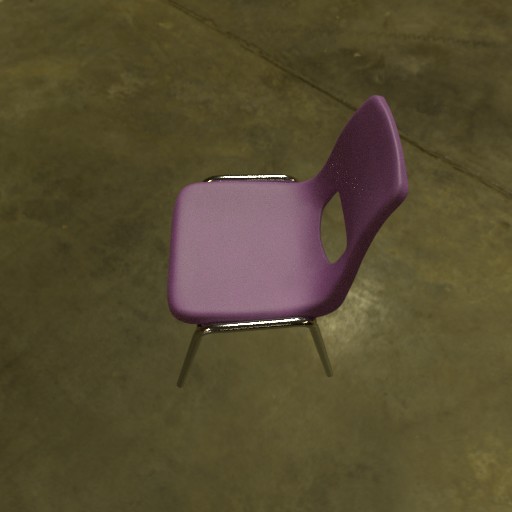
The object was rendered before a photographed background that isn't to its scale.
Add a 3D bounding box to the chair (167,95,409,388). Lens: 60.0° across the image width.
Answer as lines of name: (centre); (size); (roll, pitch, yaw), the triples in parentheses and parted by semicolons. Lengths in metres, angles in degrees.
chair: (0.000, 0.000, 0.966); (0.432, 0.704, 0.381); (-2, 60, -1)
